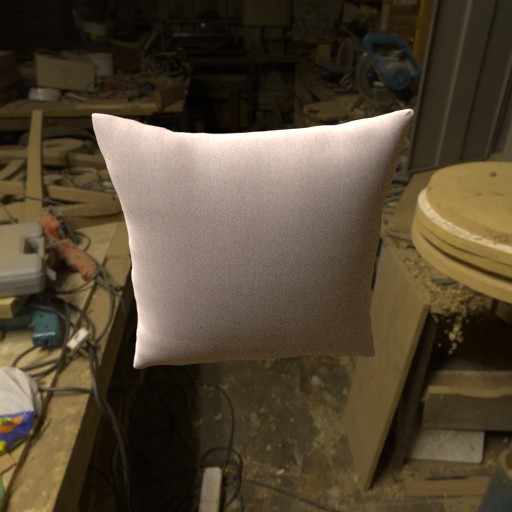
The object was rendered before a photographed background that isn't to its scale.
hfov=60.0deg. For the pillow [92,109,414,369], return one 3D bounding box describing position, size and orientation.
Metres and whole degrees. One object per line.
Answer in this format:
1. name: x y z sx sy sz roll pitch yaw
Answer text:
1. pillow: 0.000 0.000 0.694 0.433 0.436 0.173 -2 30 -3
